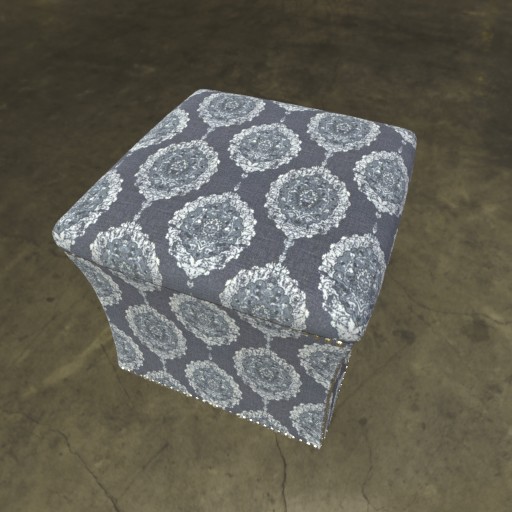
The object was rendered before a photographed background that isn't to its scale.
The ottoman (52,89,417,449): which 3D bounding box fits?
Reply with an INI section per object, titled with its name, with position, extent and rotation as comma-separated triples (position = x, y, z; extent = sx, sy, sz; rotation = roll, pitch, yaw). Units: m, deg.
[ottoman]
position = 0.000, 0.000, 0.903
extent = 0.497, 0.475, 0.507
rotation = 17, 49, 15
